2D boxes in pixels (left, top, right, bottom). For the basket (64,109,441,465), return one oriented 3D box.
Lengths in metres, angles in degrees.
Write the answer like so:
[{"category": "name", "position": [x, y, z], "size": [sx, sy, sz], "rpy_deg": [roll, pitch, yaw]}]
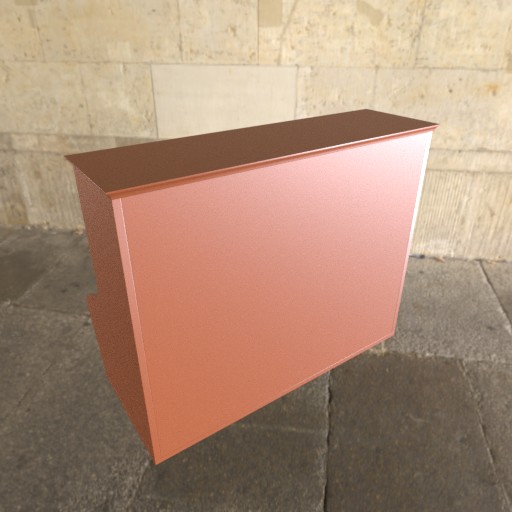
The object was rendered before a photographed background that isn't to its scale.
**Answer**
[{"category": "basket", "position": [0.000, 0.000, 1.125], "size": [0.792, 0.625, 0.376], "rpy_deg": [-18, 34, -30]}]
